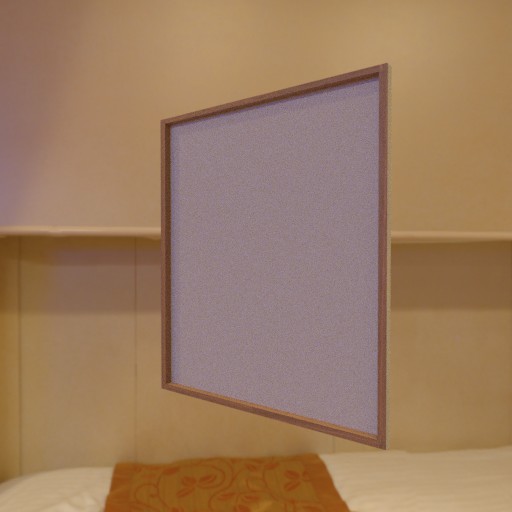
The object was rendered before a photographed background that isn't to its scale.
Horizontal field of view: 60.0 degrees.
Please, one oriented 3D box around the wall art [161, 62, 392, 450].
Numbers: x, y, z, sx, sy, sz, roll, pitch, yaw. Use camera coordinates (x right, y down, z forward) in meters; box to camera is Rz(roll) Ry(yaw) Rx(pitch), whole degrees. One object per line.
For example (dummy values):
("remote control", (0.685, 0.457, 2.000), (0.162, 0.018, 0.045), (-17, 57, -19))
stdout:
("wall art", (0.000, 0.000, 1.000), (0.609, 0.710, 0.021), (1, 1, 36))
